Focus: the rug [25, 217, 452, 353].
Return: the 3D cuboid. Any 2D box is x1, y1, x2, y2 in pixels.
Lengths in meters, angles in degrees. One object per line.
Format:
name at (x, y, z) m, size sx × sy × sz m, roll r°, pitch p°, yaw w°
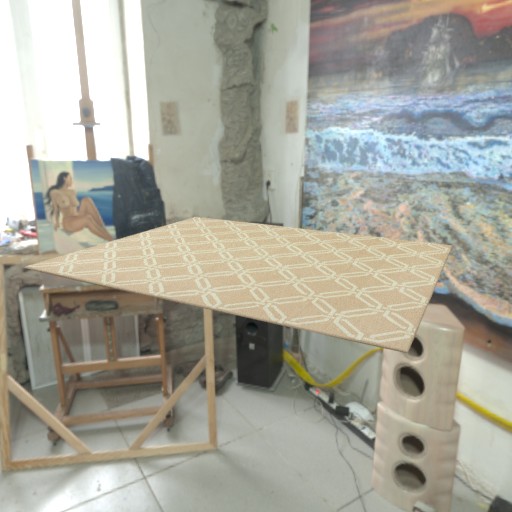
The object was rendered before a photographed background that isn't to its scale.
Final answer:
rug at (0.000, 0.000, 3.781) m, size 2.895 × 0.018 × 2.288 m, roll 8°, pitch 18°, yaw 27°
